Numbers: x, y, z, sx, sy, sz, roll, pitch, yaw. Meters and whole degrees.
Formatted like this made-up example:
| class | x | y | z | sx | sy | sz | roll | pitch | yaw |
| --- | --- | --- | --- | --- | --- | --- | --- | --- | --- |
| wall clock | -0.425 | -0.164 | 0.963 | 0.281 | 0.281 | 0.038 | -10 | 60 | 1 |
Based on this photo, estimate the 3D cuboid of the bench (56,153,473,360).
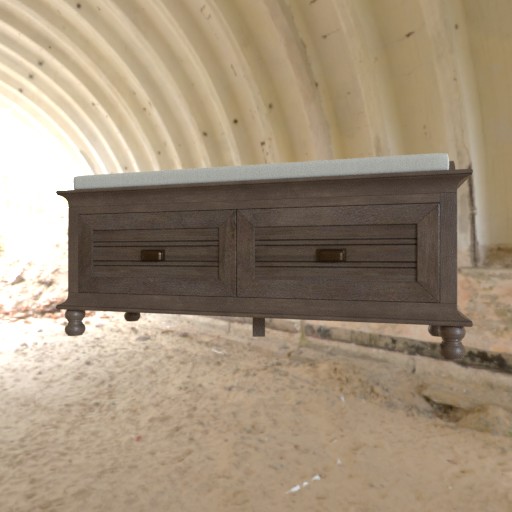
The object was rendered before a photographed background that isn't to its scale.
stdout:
| class | x | y | z | sx | sy | sz | roll | pitch | yaw |
| --- | --- | --- | --- | --- | --- | --- | --- | --- | --- |
| bench | 0.000 | 0.000 | 1.401 | 1.185 | 0.501 | 0.402 | 0 | 0 | 17 |
